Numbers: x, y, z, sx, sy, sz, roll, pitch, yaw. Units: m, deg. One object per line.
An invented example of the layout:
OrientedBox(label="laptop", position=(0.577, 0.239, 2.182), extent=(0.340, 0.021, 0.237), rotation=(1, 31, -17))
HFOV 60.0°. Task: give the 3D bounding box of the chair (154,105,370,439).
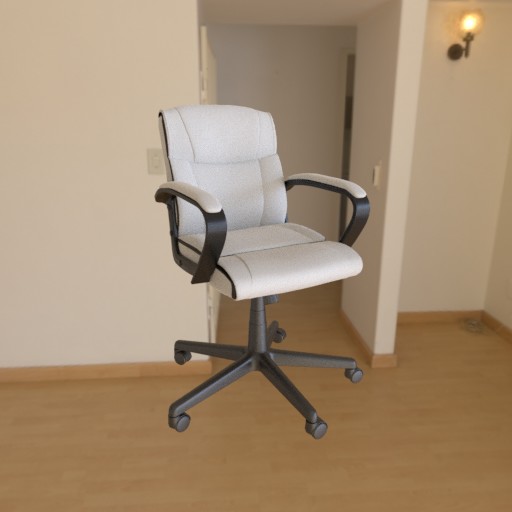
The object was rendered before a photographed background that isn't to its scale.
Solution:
OrientedBox(label="chair", position=(0.000, 0.000, 1.511), extent=(0.739, 1.004, 0.717), rotation=(-9, 18, -28))
